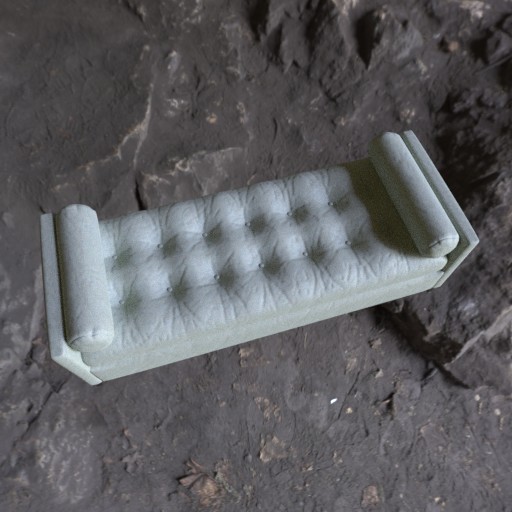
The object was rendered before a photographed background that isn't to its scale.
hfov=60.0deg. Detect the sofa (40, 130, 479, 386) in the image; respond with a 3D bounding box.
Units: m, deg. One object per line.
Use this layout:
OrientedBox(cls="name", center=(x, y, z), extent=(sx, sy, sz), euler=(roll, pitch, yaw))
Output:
OrientedBox(cls="sofa", center=(0.000, 0.000, 2.472), extent=(2.102, 0.705, 0.796), euler=(-14, 63, -8))
